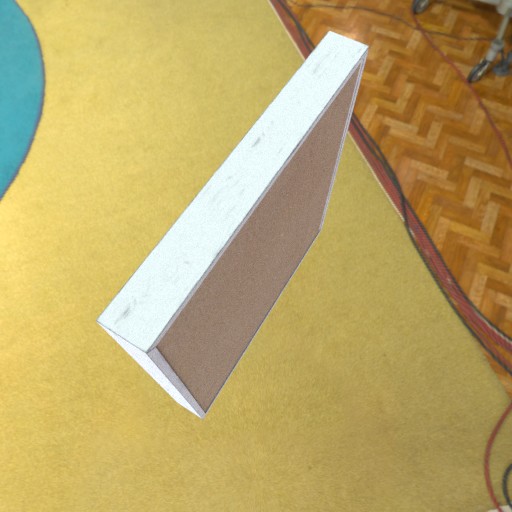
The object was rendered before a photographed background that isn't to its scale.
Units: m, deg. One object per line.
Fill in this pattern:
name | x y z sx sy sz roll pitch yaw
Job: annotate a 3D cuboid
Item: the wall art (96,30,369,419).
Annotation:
wall art | 0.000 0.000 0.454 0.038 0.305 0.305 28 67 14
